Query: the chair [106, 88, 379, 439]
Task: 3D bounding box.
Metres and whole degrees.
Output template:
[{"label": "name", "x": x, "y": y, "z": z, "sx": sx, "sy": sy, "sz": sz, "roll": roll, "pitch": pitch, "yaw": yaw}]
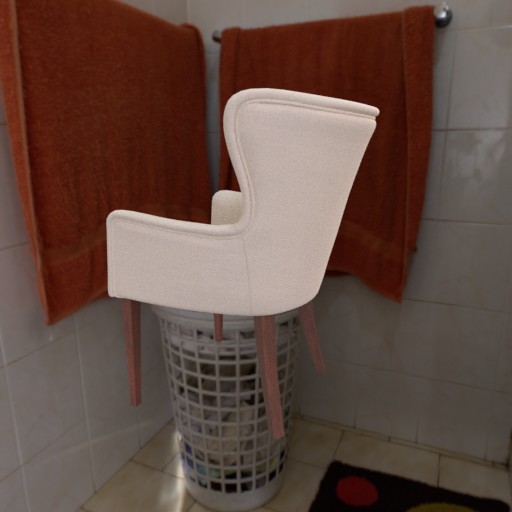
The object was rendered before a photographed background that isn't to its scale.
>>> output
[{"label": "chair", "x": 0.000, "y": 0.000, "z": 1.498, "sx": 0.744, "sy": 0.990, "sz": 0.696, "roll": 7, "pitch": 16, "yaw": 25}]
